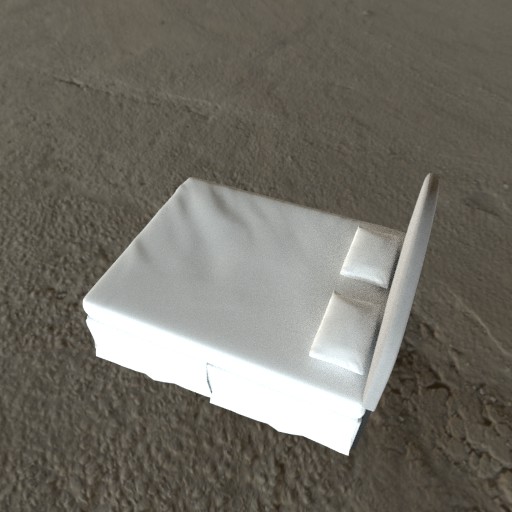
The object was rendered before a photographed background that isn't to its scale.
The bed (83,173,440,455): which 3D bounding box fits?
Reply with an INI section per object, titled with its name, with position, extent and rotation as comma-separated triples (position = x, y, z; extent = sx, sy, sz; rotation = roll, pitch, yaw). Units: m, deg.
[bed]
position = 0.000, 0.000, 3.058
extent = 2.005, 1.410, 1.607
rotation = 17, 49, 16
